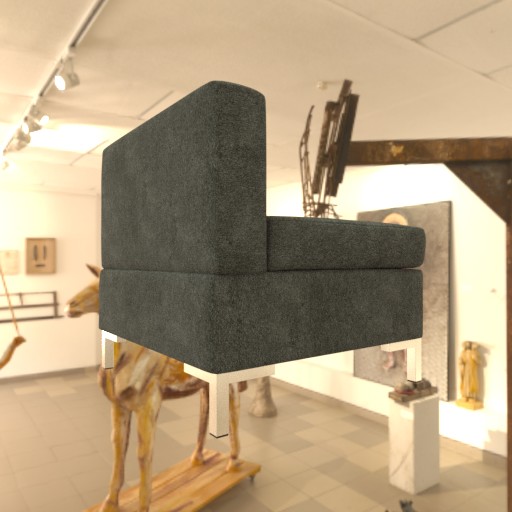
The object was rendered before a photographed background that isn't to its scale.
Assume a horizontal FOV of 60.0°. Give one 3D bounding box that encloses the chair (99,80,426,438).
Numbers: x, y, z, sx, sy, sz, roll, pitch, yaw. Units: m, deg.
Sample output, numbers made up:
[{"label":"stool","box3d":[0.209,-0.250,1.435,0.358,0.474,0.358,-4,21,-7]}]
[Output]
[{"label":"chair","box3d":[0.000,0.000,1.240,0.680,0.660,0.680,0,-1,-36]}]
